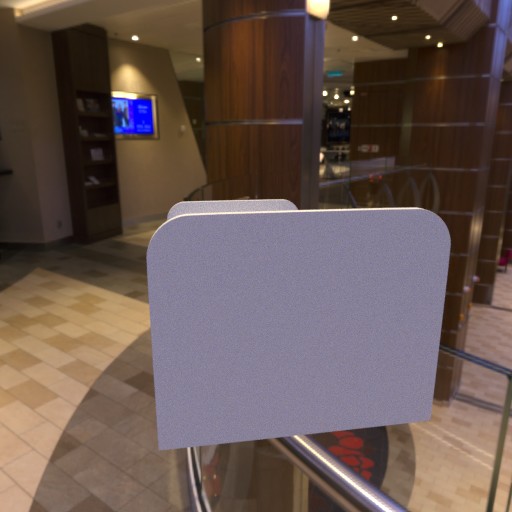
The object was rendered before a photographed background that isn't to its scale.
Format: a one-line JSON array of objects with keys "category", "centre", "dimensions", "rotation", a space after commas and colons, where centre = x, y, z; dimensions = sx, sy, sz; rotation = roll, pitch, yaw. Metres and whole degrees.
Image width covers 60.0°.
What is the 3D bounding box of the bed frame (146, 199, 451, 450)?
[{"category": "bed frame", "centre": [0.000, 0.000, 2.413], "dimensions": [0.998, 0.805, 1.963], "rotation": [-2, 15, -9]}]
